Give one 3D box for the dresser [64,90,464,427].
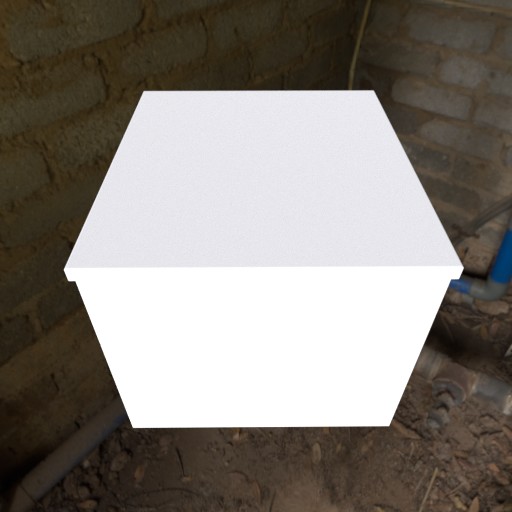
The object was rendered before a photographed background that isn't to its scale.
[{"bbox_3d":[0.000,0.000,0.707,0.400,0.360,0.430,0,42,0],"label":"dresser"}]
